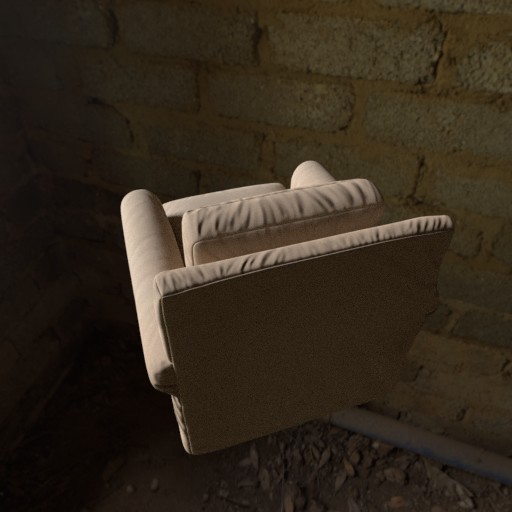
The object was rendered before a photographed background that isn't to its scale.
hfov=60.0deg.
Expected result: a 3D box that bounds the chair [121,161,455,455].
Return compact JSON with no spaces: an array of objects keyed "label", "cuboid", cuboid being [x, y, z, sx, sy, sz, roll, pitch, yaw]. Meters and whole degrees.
[{"label":"chair","cuboid":[0.000,0.000,1.714,0.940,0.866,1.066,-12,43,-14]}]
